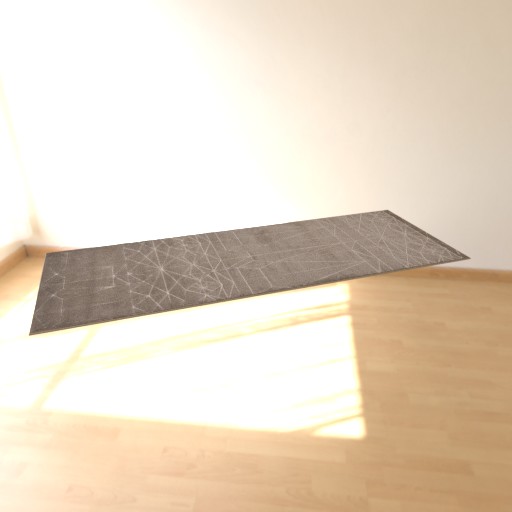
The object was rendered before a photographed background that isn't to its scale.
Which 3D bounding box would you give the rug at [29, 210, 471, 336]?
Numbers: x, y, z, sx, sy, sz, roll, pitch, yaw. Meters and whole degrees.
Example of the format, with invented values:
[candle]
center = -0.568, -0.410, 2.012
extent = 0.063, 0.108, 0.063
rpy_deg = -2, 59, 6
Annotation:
[rug]
center = 0.000, 0.000, 2.649
extent = 2.388, 0.012, 0.864
rpy_deg = -8, 27, -16
